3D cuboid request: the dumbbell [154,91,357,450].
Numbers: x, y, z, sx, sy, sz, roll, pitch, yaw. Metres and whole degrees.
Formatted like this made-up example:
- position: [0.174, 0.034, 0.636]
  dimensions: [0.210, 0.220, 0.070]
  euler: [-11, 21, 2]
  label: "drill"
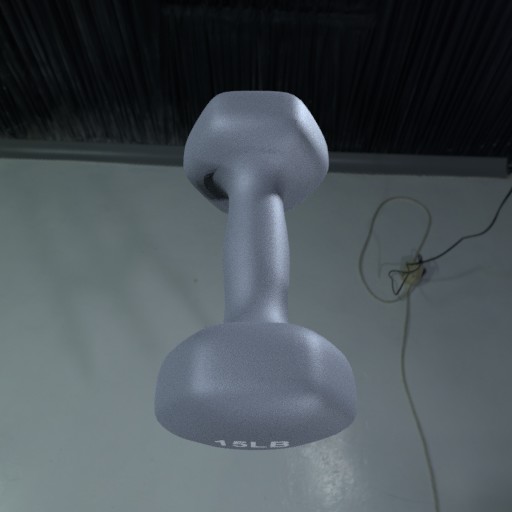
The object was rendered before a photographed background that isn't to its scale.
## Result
- position: [0.000, 0.000, 0.302]
  dimensions: [0.116, 0.105, 0.240]
  euler: [1, 58, 0]
  label: "dumbbell"
